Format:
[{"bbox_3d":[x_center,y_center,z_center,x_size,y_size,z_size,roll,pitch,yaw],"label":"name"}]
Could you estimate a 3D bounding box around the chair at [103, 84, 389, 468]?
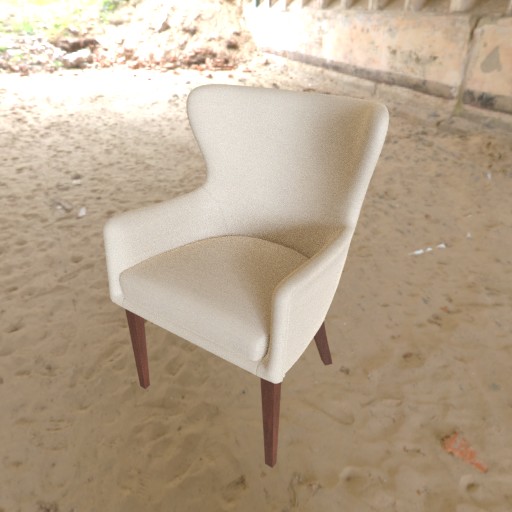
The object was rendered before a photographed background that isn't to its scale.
[{"bbox_3d":[0.000,0.000,1.486,0.696,0.990,0.744,19,35,30],"label":"chair"}]
